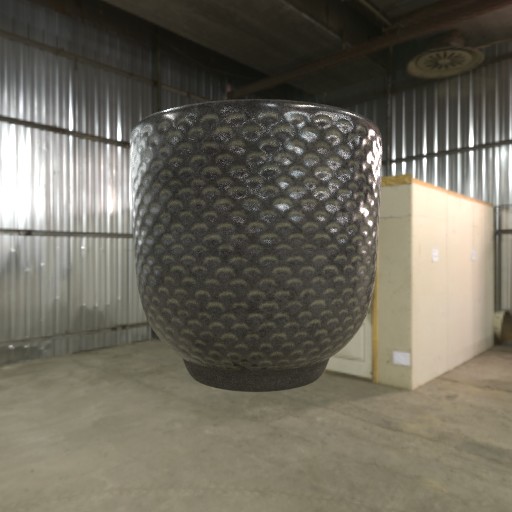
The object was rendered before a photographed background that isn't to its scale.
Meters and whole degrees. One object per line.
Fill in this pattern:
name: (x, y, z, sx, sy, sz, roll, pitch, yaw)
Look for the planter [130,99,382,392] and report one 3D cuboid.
planter: (0.000, 0.000, 0.361, 0.197, 0.191, 0.197, 0, 1, 0)
